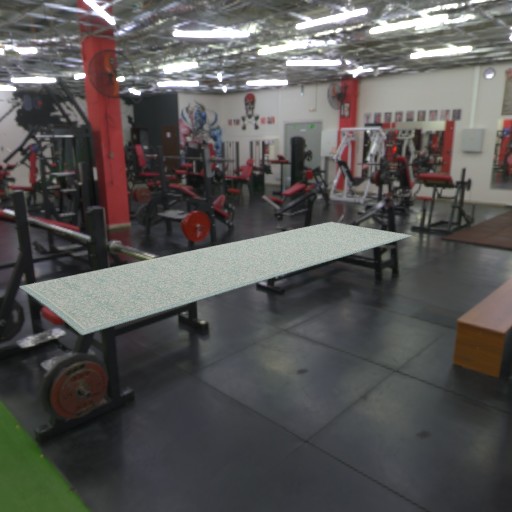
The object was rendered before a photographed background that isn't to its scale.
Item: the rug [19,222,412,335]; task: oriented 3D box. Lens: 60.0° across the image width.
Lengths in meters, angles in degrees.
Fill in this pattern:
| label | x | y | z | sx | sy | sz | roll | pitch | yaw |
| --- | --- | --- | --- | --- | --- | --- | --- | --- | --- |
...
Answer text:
| label | x | y | z | sx | sy | sz | roll | pitch | yaw |
| --- | --- | --- | --- | --- | --- | --- | --- | --- | --- |
| rug | 0.000 | 0.000 | 2.413 | 2.196 | 0.011 | 0.662 | -14 | 20 | -42 |
